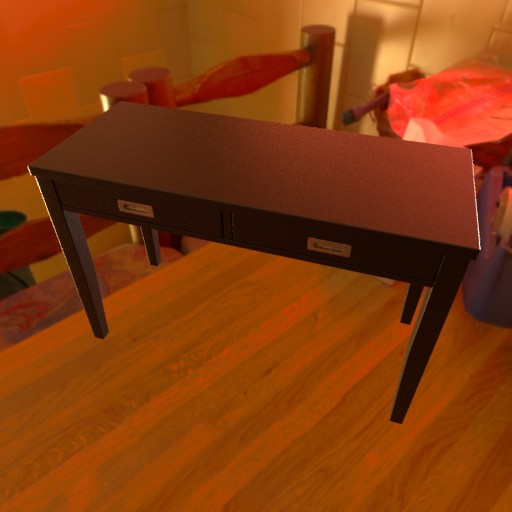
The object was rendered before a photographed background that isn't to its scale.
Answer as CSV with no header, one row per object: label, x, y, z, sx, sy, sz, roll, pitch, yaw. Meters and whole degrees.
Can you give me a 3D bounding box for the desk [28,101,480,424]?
desk,0.000,0.000,1.565,1.220,0.775,0.508,12,42,14
